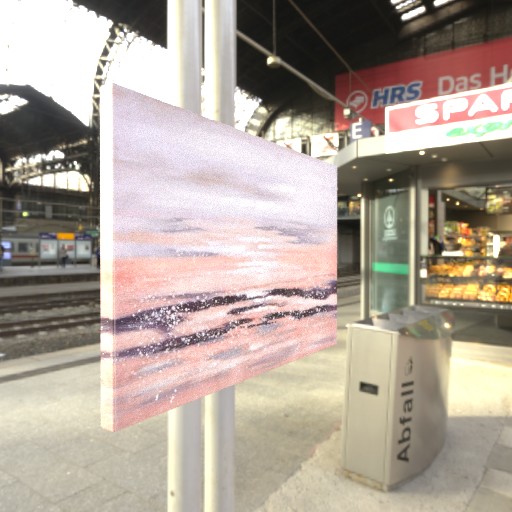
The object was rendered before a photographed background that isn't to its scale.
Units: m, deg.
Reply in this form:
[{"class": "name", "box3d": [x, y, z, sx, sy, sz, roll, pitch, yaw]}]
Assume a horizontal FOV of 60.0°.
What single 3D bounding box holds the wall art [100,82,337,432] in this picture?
[{"class": "wall art", "box3d": [0.000, 0.000, 1.151, 0.038, 0.609, 0.913, 0, 1, 35]}]
